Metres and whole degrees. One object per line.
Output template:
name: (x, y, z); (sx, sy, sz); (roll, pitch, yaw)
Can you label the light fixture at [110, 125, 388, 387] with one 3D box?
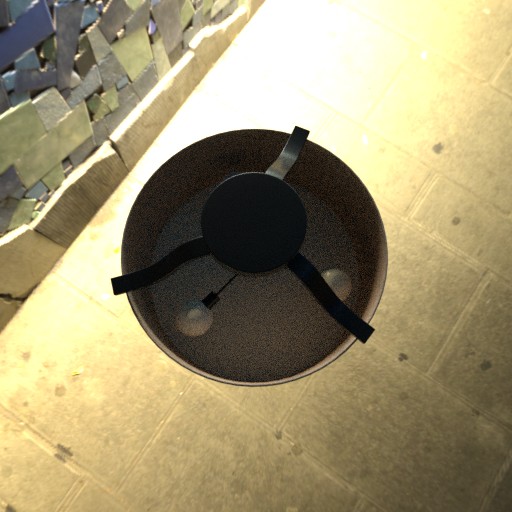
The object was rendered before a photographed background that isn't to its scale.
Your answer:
light fixture: (0.000, 0.000, 0.668); (0.390, 0.306, 0.390); (0, 75, 0)
